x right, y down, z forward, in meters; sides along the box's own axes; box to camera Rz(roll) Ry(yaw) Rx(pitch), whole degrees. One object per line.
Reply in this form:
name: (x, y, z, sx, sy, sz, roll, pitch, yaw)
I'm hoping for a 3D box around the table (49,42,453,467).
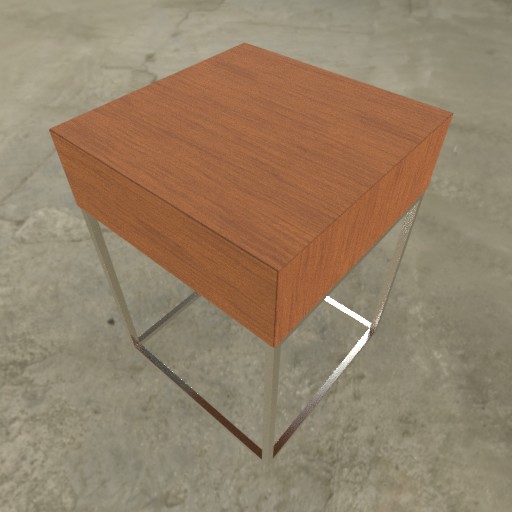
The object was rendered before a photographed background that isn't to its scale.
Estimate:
table: (0.000, 0.000, 0.808, 0.397, 0.540, 0.398, 32, 54, 27)
